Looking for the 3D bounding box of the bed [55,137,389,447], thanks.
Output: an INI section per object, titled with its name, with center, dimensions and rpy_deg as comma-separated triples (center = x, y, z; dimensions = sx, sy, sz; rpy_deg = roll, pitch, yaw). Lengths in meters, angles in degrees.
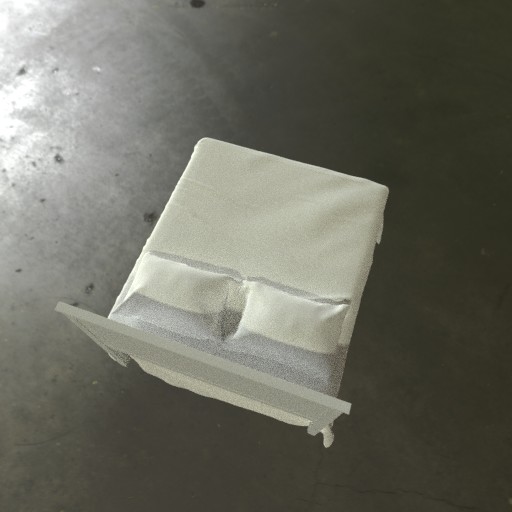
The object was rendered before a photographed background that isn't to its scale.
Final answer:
[bed]
center = 0.000, 0.000, 3.280
dimensions = 1.876, 1.269, 2.047
rpy_deg = 17, 64, 9
